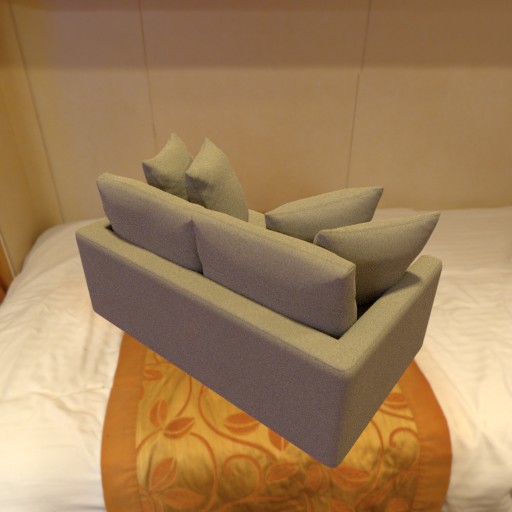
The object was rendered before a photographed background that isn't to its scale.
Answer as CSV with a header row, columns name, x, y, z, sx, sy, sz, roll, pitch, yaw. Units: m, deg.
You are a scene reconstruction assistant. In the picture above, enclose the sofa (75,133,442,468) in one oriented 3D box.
name,x,y,z,sx,sy,sz,roll,pitch,yaw
sofa,0.000,0.000,2.622,1.869,1.080,1.228,22,38,32
